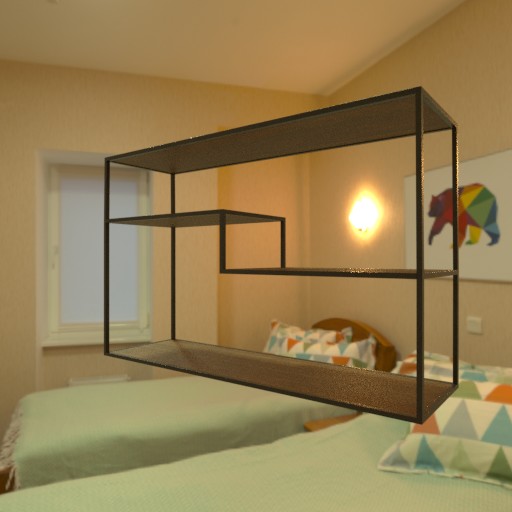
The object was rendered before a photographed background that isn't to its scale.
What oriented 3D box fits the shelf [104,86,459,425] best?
[{"bbox_3d":[0.000,0.000,1.500,1.201,0.765,0.361,0,0,37],"label":"shelf"}]
